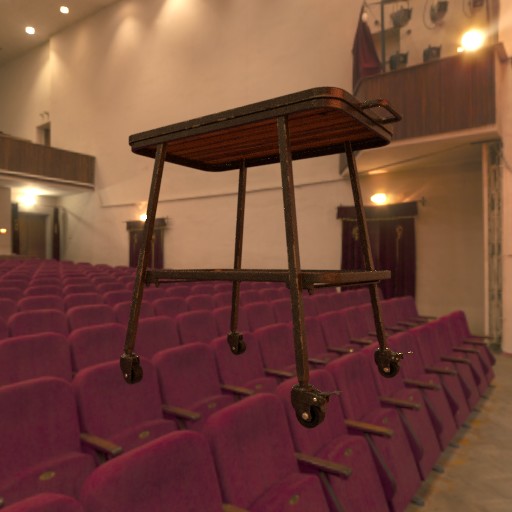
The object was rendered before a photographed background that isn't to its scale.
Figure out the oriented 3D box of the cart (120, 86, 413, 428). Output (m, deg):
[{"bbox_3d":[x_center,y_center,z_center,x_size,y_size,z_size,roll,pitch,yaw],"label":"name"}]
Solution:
[{"bbox_3d":[0.000,0.000,1.266,0.806,0.700,0.515,-1,-1,36],"label":"cart"}]
